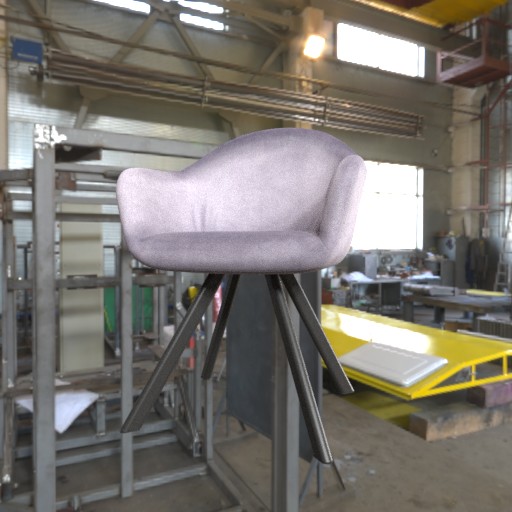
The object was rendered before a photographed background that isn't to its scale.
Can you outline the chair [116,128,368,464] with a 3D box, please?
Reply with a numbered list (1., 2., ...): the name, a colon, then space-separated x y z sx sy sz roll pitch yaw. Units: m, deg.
1. chair: 0.000 0.000 1.164 0.570 0.780 0.540 0 2 18
